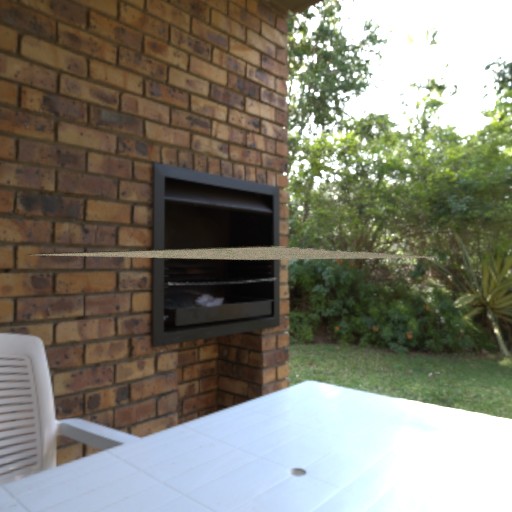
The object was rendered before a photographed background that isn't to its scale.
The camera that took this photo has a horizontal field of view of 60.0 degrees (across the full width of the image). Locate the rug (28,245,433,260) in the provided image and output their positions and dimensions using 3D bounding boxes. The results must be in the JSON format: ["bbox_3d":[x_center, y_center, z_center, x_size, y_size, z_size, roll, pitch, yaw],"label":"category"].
[{"bbox_3d":[0.000,0.000,4.159,2.436,0.007,3.045,-1,-2,36],"label":"rug"}]
